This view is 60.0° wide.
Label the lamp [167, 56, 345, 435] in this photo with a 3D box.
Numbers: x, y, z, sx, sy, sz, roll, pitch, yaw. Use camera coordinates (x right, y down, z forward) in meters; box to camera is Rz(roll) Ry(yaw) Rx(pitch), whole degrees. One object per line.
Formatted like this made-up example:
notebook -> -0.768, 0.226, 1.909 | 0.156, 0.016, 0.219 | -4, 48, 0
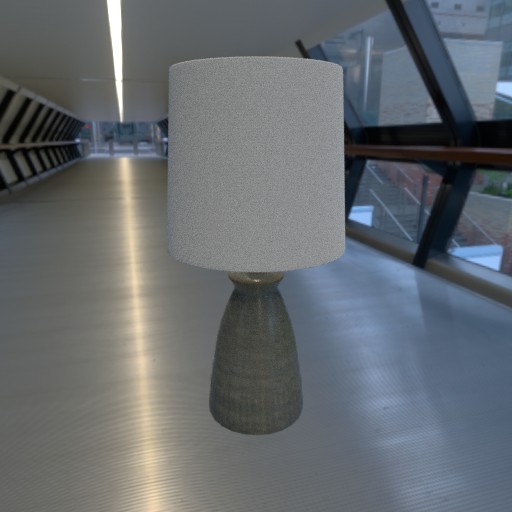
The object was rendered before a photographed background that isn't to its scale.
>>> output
lamp -> 0.000, 0.000, 0.475 | 0.186, 0.369, 0.186 | 0, 16, 0
